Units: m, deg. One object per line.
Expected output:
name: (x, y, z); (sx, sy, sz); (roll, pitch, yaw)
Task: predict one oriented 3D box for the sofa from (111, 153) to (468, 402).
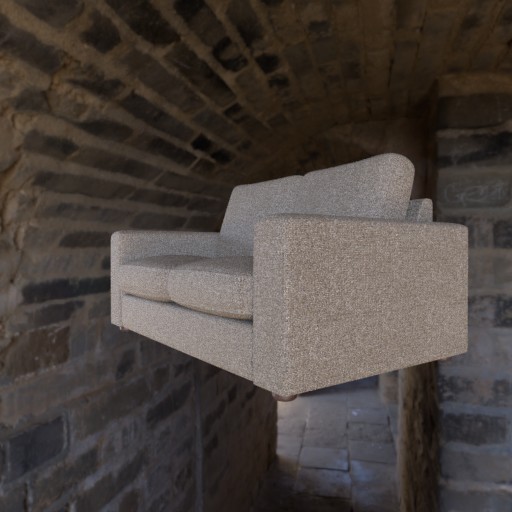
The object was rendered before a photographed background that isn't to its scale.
sofa: (0.000, 0.000, 2.189); (1.016, 0.873, 1.616); (-1, 1, -35)
